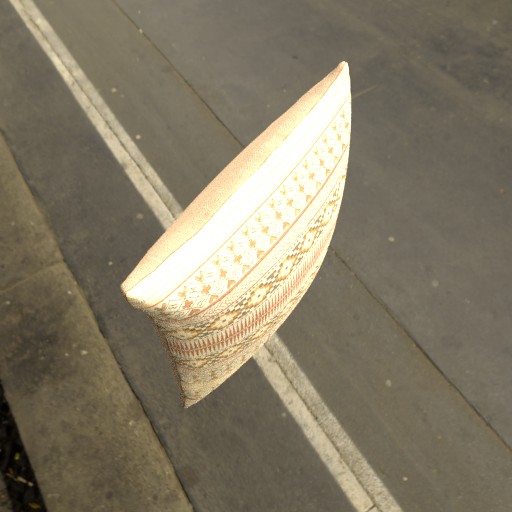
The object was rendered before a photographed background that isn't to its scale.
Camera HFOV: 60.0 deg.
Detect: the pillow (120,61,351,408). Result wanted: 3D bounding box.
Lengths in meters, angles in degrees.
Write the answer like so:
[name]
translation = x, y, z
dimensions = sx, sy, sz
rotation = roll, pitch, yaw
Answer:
[pillow]
translation = 0.000, 0.000, 0.820
dimensions = 0.215, 0.519, 0.521
rotation = 31, 63, 18
